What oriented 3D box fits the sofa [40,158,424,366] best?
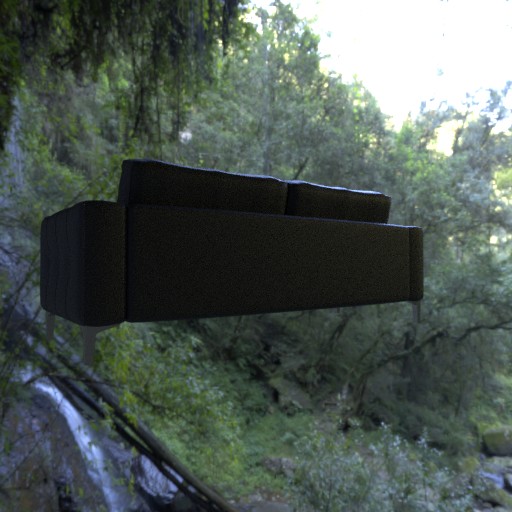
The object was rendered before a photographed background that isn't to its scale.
[{"bbox_3d":[0.000,0.000,2.687,2.275,0.893,0.833,1,-1,-36],"label":"sofa"}]
